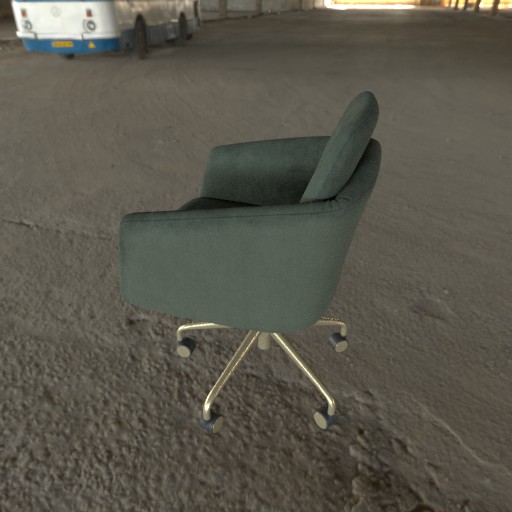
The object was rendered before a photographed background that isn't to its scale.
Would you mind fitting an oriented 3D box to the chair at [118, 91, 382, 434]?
[{"bbox_3d":[0.000,0.000,1.324,0.635,0.908,0.641,8,31,13],"label":"chair"}]
